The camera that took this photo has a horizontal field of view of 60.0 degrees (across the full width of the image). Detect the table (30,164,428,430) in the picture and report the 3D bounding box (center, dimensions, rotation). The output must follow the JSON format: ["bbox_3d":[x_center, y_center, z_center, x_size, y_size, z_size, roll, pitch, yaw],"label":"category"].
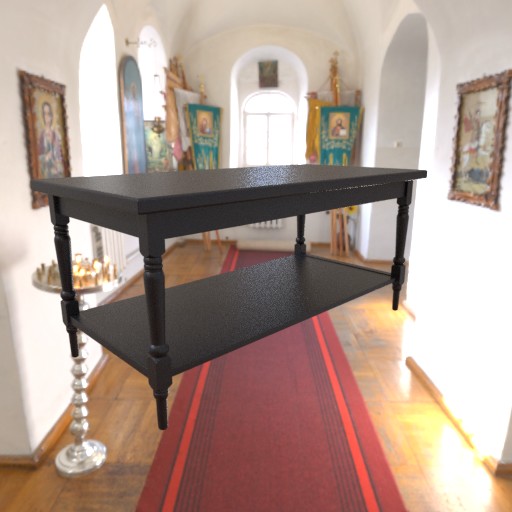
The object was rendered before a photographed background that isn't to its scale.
[{"bbox_3d":[0.000,0.000,1.399,1.107,0.510,0.550,-14,20,-42],"label":"table"}]
